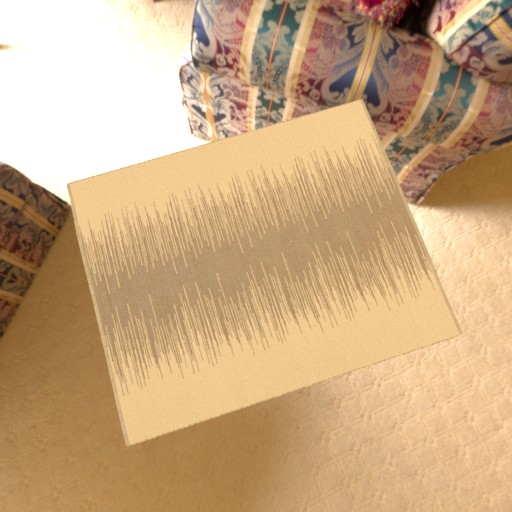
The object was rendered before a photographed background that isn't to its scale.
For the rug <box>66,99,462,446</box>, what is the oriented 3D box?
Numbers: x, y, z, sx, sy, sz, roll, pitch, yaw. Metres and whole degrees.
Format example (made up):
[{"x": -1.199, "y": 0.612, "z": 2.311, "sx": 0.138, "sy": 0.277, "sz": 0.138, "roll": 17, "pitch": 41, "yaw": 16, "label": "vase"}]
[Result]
[{"x": 0.000, "y": 0.000, "z": 4.054, "sx": 3.037, "sy": 0.010, "sz": 2.453, "roll": -17, "pitch": 77, "yaw": -4, "label": "rug"}]
